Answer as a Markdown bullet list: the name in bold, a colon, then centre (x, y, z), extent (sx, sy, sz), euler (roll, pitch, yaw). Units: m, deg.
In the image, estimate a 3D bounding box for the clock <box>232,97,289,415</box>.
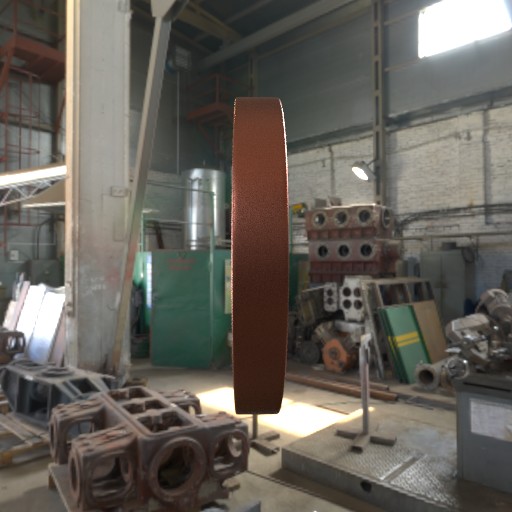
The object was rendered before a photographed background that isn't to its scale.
- **clock**: centre (0.000, 0.000, 0.465), extent (0.040, 0.313, 0.313), euler (0, -1, -1)
